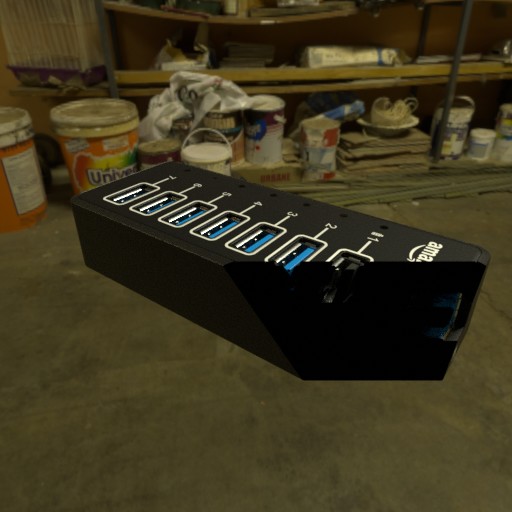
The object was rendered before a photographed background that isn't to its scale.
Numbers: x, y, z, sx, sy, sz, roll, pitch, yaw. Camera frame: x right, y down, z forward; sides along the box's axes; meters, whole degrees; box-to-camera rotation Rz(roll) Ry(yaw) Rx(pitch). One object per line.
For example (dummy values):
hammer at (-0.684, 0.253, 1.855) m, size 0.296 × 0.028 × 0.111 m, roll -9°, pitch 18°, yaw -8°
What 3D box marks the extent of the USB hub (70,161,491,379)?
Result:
USB hub at (0.000, 0.000, 0.124) m, size 0.110 × 0.023 × 0.044 m, roll 21°, pitch 37°, yaw 31°
